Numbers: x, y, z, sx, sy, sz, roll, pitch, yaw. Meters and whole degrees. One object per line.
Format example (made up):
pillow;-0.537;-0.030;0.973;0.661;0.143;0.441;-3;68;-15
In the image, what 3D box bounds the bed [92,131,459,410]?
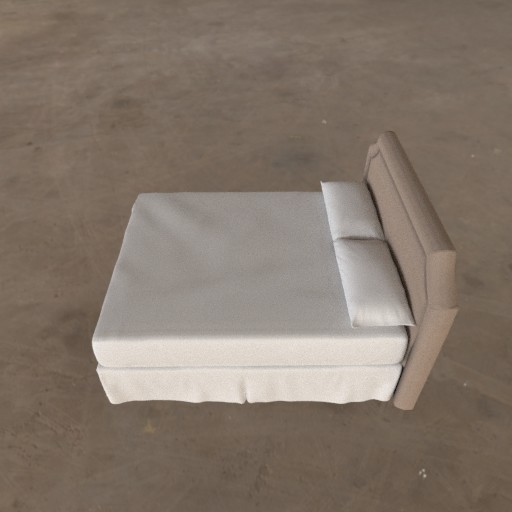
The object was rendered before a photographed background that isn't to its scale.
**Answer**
bed;0.000;0.000;3.289;2.164;1.303;1.828;0;42;0
